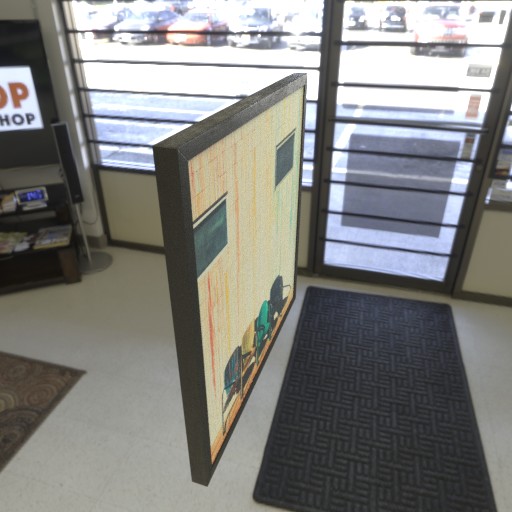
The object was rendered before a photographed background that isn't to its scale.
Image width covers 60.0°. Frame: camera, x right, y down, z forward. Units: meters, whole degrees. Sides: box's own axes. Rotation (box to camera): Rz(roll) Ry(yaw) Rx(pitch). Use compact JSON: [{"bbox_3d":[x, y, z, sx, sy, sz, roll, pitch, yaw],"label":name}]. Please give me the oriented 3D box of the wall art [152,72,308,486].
[{"bbox_3d":[0.000,0.000,1.111,0.039,0.763,0.763,10,31,17],"label":"wall art"}]
